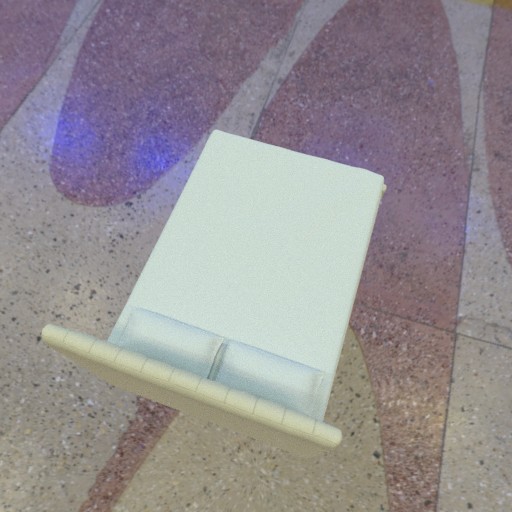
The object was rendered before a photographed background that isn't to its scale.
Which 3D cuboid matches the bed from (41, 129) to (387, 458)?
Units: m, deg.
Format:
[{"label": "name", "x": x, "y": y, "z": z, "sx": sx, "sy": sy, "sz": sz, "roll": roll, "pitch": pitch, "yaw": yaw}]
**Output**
[{"label": "bed", "x": 0.000, "y": 0.000, "z": 3.388, "sx": 1.698, "sy": 1.427, "sz": 2.387, "roll": 18, "pitch": 66, "yaw": 8}]
